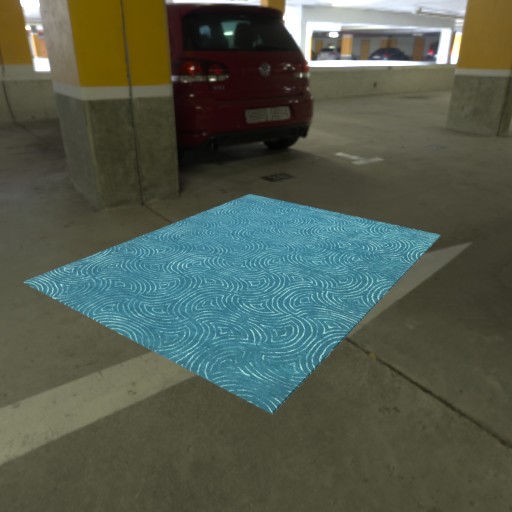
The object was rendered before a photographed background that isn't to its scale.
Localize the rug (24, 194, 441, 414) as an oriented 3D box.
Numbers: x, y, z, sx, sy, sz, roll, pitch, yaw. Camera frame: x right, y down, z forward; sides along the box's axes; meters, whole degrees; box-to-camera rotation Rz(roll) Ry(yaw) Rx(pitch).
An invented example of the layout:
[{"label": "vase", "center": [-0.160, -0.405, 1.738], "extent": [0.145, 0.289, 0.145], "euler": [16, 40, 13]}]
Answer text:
[{"label": "rug", "center": [0.000, 0.000, 4.036], "extent": [2.432, 0.012, 3.033], "euler": [17, 30, 33]}]
